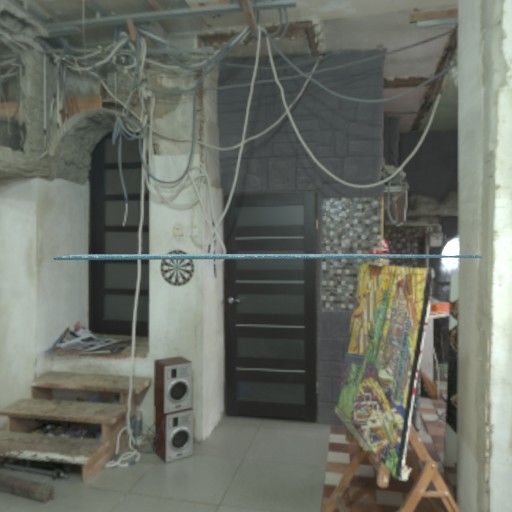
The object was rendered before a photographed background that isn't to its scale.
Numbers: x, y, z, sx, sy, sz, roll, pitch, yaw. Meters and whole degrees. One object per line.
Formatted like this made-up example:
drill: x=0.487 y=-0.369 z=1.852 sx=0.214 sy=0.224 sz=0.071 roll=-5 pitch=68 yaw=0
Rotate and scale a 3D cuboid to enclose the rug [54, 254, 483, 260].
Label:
rug: x=0.000 y=0.000 z=3.539 sx=2.746 sy=0.018 sz=1.816 roll=0 pitch=1 yaw=-18
